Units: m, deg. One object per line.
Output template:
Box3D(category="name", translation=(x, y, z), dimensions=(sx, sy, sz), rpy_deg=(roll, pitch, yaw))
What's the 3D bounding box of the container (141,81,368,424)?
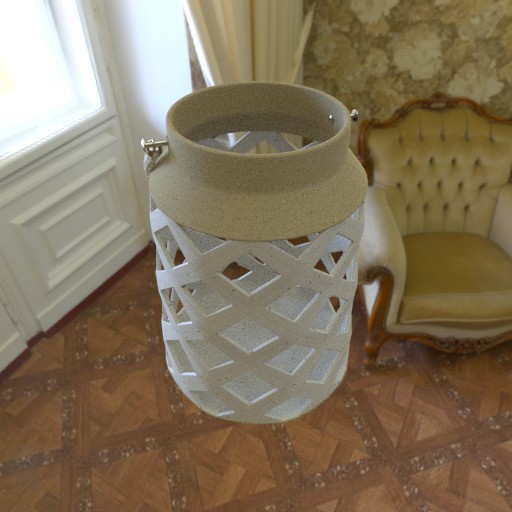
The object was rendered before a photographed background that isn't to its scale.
Box3D(category="container", translation=(0.000, 0.000, 0.338), dimensions=(0.163, 0.229, 0.172), rpy_deg=(-12, 42, -14))
